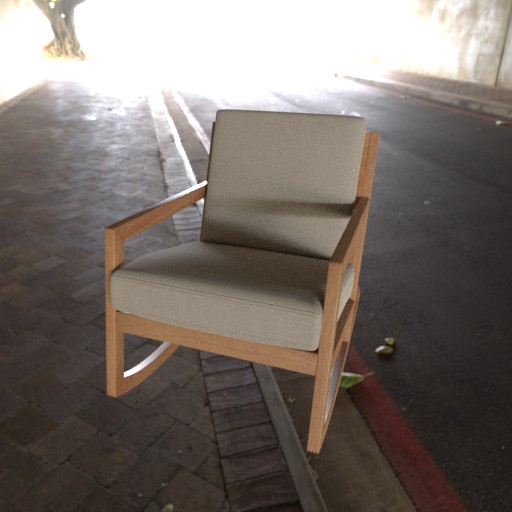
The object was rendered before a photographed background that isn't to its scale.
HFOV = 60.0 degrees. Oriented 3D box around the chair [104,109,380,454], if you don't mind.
[{"bbox_3d":[0.000,0.000,1.421,0.622,0.790,0.857,9,28,17],"label":"chair"}]
